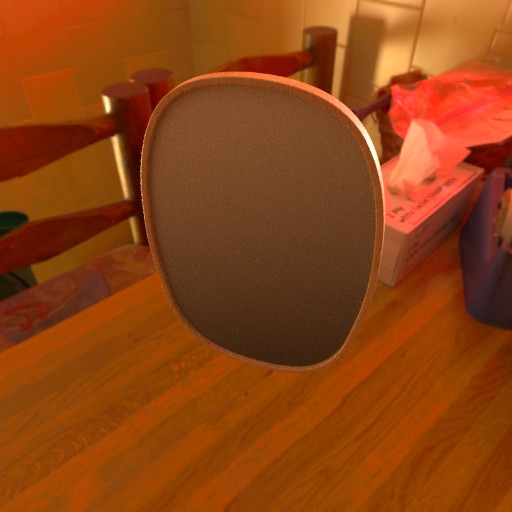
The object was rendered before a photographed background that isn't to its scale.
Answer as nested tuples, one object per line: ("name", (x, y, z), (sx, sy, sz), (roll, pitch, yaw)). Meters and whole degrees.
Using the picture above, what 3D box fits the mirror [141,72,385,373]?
("mirror", (0.000, 0.000, 1.352), (0.724, 1.075, 0.037), (12, 42, 14))
